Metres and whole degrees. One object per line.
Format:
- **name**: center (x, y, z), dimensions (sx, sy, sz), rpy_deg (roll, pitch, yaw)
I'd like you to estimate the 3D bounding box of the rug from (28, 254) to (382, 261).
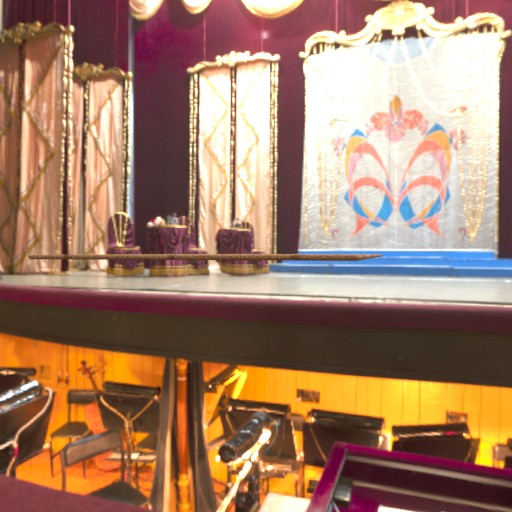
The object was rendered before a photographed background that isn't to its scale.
- **rug**: center (0.000, 0.000, 3.449), dimensions (1.801, 0.026, 2.701), rpy_deg (0, 0, 18)
